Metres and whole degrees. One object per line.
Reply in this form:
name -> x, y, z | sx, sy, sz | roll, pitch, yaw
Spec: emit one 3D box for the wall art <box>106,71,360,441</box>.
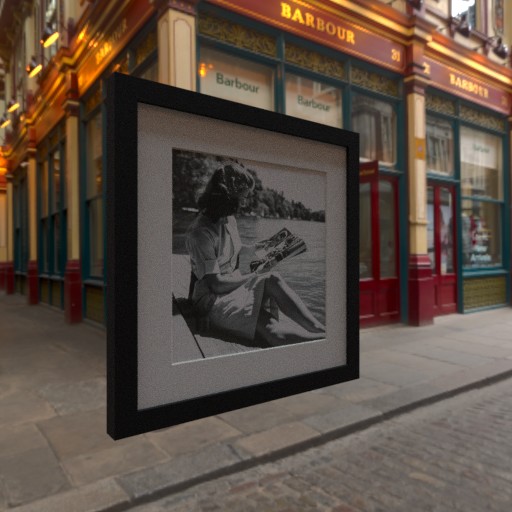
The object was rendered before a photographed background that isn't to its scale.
wall art -> 0.000, 0.000, 0.701 | 0.462, 0.458, 0.030 | 0, 0, -37
